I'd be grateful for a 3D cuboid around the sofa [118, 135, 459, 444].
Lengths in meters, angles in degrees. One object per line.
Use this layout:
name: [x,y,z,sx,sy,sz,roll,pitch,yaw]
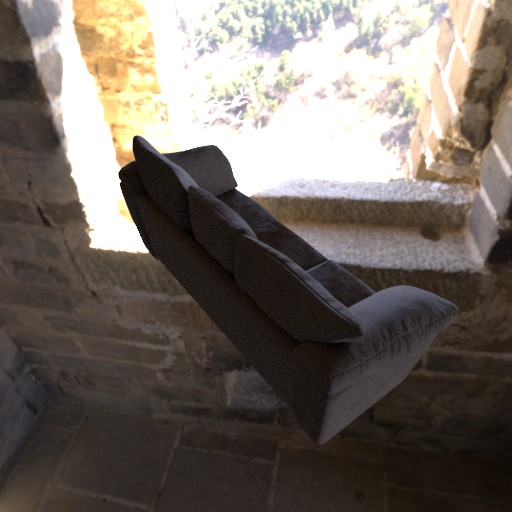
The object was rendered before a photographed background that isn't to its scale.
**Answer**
sofa: [0.000,0.000,2.899,0.878,1.073,2.336,-26,48,-27]
